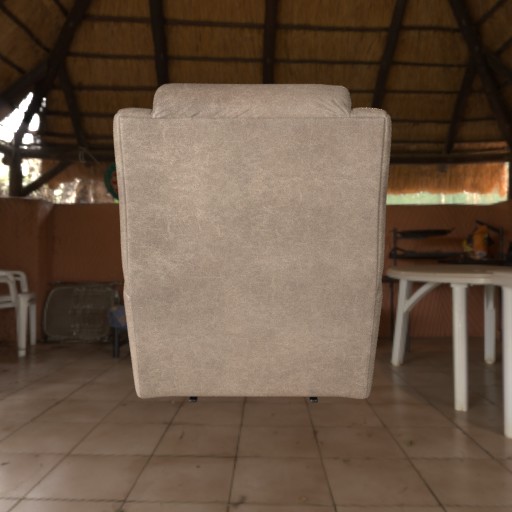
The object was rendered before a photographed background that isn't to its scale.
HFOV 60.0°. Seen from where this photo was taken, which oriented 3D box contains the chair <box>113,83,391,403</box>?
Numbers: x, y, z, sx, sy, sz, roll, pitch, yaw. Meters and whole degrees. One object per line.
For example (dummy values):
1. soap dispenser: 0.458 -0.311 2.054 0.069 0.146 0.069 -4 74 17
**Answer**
1. chair: 0.000 0.000 1.879 0.967 1.116 1.068 0 -1 0
